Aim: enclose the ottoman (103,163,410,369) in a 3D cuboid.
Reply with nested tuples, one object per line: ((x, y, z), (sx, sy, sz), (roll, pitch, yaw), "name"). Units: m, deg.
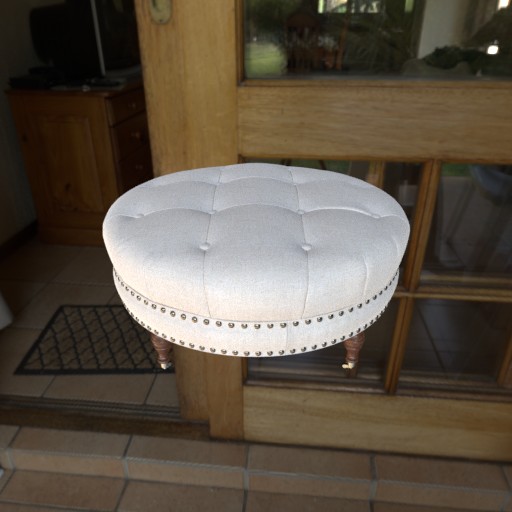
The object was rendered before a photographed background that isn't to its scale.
((0.000, 0.000, 1.488), (0.940, 0.483, 0.940), (0, 28, 0), "ottoman")
